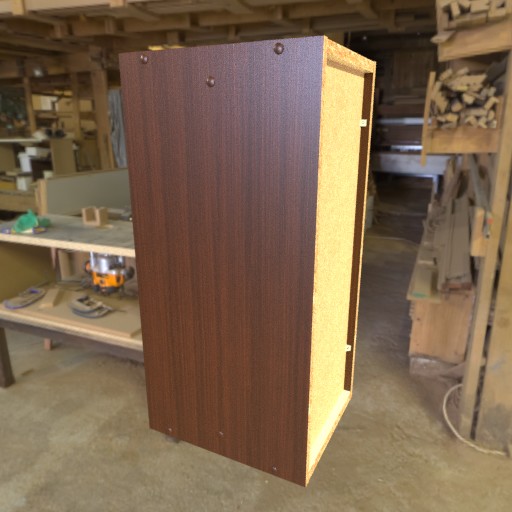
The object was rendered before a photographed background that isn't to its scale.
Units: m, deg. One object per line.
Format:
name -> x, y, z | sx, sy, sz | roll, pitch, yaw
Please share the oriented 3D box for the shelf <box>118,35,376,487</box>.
shelf -> 0.000, 0.000, 0.730 | 0.290, 0.600, 0.253 | 8, 19, 26
